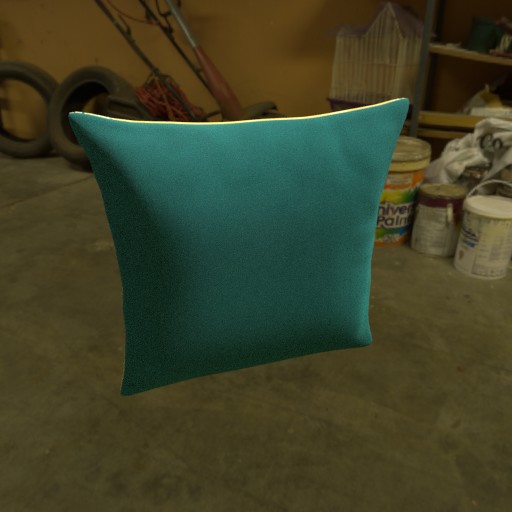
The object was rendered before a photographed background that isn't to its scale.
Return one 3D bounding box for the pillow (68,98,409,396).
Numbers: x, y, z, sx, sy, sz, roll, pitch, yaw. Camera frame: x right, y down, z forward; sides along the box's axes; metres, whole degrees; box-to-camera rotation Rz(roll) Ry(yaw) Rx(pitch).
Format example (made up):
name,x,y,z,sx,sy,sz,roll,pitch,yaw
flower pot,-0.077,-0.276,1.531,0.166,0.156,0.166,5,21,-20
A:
name,x,y,z,sx,sy,sz,roll,pitch,yaw
pillow,0.000,0.000,0.774,0.525,0.508,0.166,-8,28,-15
